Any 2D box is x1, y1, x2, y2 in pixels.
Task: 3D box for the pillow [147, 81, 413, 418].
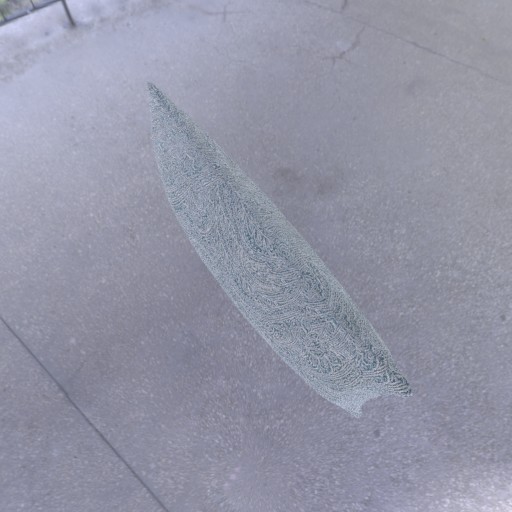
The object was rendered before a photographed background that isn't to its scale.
[{"bbox_3d":[0.000,0.000,0.751,0.151,0.295,0.615,-33,68,-15],"label":"pillow"}]
